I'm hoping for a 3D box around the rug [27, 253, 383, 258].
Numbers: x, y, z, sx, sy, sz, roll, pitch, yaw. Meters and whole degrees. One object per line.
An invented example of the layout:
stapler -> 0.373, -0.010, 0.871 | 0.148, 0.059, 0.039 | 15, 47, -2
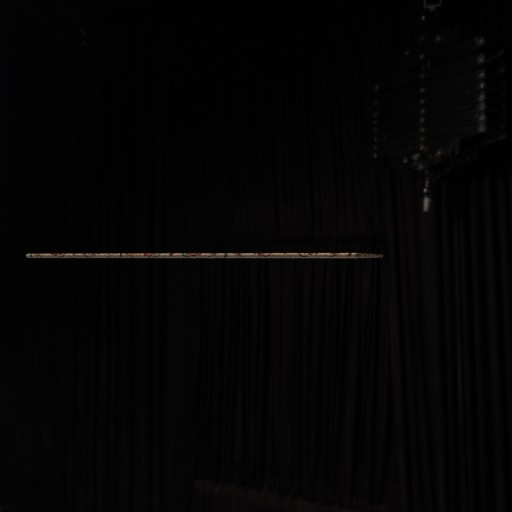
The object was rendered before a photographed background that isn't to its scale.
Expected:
rug -> 0.000, 0.000, 2.949 | 1.541, 0.018, 2.297 | 0, 0, 18
